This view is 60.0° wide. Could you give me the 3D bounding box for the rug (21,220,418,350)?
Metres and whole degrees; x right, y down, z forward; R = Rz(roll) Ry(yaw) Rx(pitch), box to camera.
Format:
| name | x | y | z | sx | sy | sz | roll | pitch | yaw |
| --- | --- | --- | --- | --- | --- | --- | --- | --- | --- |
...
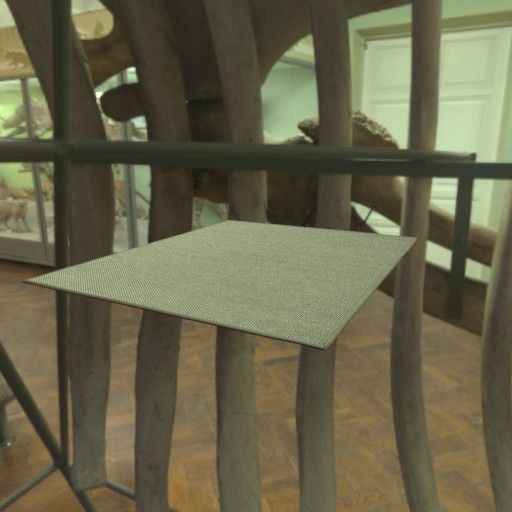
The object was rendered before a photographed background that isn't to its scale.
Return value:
| name | x | y | z | sx | sy | sz | roll | pitch | yaw |
| --- | --- | --- | --- | --- | --- | --- | --- | --- | --- |
| rug | 0.000 | 0.000 | 4.075 | 2.413 | 0.020 | 3.041 | 8 | 16 | 27 |
